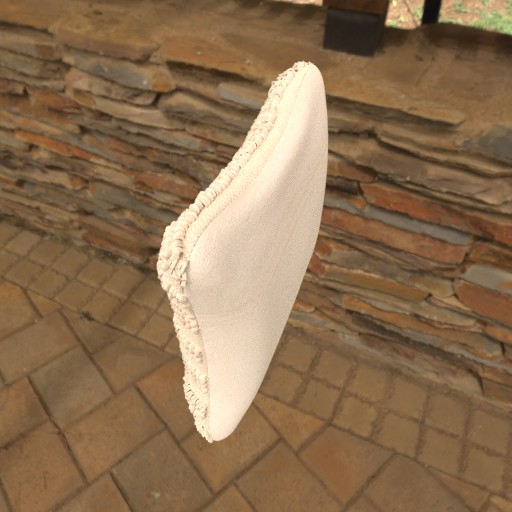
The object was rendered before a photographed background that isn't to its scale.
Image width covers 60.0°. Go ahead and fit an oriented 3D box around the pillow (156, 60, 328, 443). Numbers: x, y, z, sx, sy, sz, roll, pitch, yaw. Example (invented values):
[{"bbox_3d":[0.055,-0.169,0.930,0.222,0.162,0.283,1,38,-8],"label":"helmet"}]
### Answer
[{"bbox_3d":[0.000,0.000,0.666,0.145,0.427,0.437,15,49,14],"label":"pillow"}]
